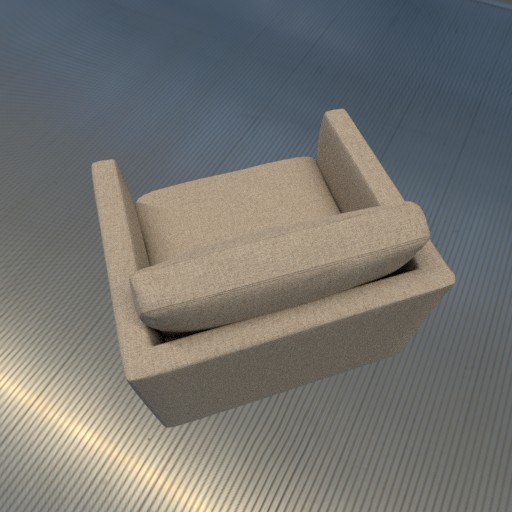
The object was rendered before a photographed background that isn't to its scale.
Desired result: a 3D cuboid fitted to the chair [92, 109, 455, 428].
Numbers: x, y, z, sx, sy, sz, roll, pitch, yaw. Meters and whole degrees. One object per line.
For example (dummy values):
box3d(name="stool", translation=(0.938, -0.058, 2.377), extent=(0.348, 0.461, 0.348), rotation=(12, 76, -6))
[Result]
box3d(name="chair", translation=(0.000, 0.000, 1.824), extent=(1.107, 0.961, 0.959), rotation=(-15, 59, -9))
